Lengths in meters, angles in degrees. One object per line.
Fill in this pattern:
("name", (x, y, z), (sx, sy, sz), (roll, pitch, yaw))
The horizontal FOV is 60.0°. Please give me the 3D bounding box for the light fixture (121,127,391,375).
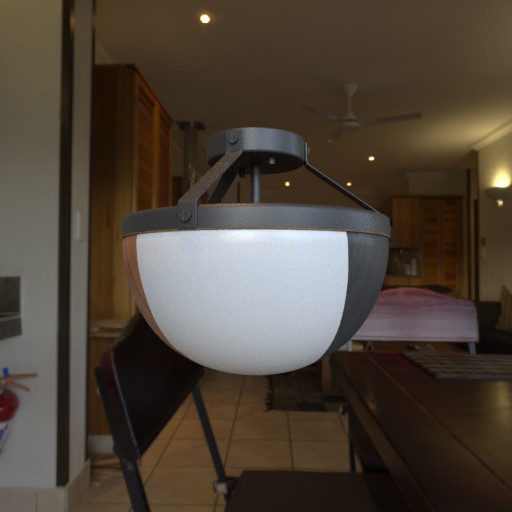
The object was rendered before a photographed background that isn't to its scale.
("light fixture", (0.000, 0.000, 0.522), (0.304, 0.269, 0.304), (0, -2, 0))
